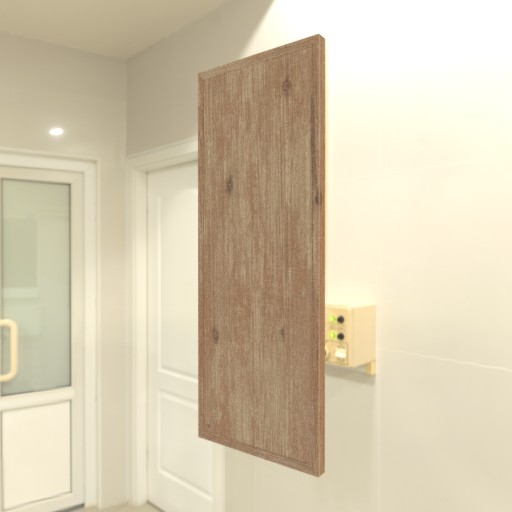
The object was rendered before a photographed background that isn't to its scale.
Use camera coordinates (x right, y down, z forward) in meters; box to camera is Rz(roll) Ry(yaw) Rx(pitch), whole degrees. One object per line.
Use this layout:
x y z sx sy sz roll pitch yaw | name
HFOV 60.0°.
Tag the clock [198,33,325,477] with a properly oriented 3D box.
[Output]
0.000 0.000 1.080 0.361 0.965 0.030 0 1 36 | clock
